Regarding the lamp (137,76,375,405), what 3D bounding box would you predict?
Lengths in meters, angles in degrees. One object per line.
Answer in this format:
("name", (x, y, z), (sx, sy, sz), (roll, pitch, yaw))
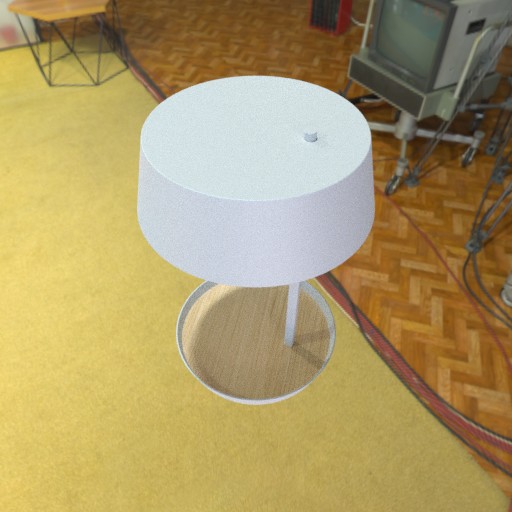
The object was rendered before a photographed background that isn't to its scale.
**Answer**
("lamp", (0.000, 0.000, 0.631), (0.291, 0.429, 0.291), (0, 47, 0))
